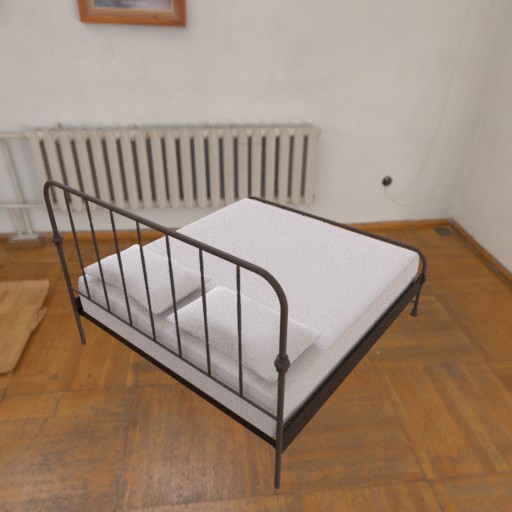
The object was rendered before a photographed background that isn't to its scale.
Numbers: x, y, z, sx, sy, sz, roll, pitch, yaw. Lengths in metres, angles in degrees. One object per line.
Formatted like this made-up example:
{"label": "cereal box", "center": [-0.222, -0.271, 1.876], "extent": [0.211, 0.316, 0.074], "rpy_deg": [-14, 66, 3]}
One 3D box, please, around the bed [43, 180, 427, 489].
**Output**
{"label": "bed", "center": [0.000, 0.000, 3.436], "extent": [2.044, 1.446, 2.134], "rpy_deg": [22, 37, 33]}
